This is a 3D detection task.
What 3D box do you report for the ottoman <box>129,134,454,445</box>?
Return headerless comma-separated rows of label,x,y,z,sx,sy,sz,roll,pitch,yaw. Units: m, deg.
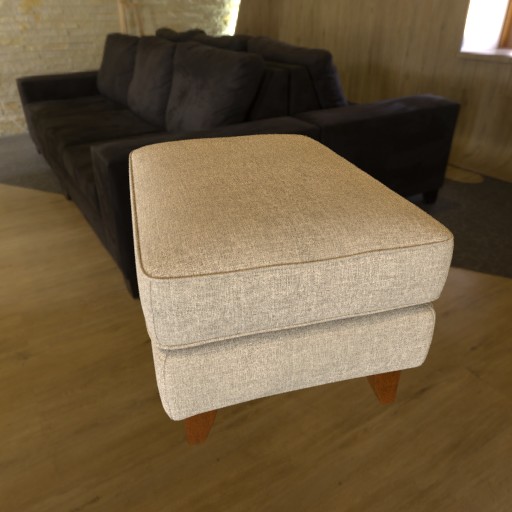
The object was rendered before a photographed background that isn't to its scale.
ottoman,0.000,0.000,1.296,0.661,0.561,0.889,-8,30,-13
